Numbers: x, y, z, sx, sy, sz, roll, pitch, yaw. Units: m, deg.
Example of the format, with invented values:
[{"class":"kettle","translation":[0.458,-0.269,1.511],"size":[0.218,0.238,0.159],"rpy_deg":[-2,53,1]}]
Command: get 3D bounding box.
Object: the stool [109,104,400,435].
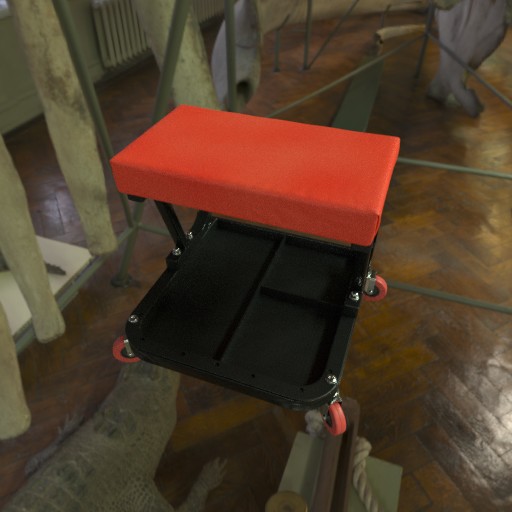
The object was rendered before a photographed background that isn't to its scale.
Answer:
[{"class":"stool","translation":[0.000,0.000,0.740],"size":[0.446,0.380,0.371],"rpy_deg":[14,43,15]}]
